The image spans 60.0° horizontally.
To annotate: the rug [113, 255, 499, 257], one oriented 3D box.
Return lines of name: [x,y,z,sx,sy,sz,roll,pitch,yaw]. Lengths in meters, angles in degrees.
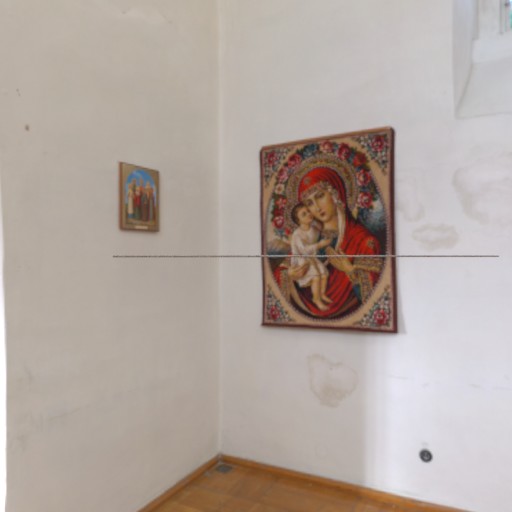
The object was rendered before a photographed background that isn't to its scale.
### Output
rug: [0.000,0.000,4.048,2.451,0.011,3.072,0,0,-17]
